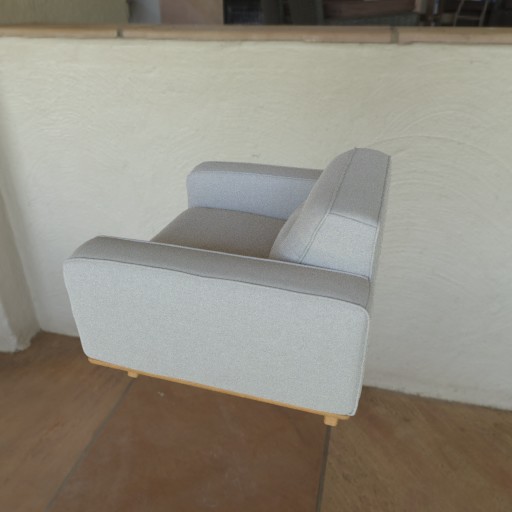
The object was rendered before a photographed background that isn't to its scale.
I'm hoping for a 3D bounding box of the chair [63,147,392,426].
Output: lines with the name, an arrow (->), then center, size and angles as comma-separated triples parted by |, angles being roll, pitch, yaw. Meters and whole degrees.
chair -> 0.000, 0.000, 1.775 | 0.953, 0.779, 1.115 | 9, 30, 15
